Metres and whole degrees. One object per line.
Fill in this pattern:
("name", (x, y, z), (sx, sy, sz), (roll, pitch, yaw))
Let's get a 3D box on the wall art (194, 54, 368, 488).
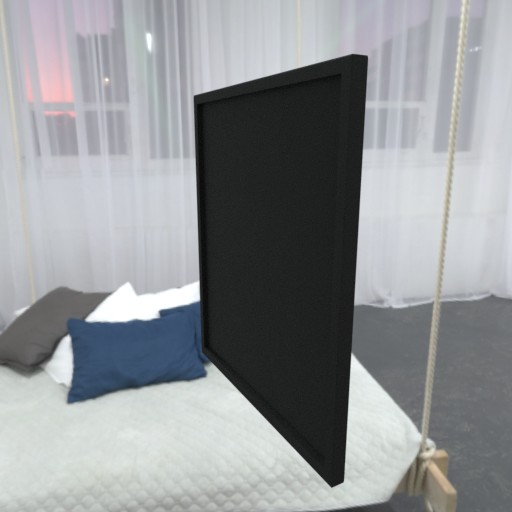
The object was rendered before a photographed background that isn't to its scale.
("wall art", (0.000, 0.000, 0.686), (0.021, 0.508, 0.432), (-8, 16, -28))
